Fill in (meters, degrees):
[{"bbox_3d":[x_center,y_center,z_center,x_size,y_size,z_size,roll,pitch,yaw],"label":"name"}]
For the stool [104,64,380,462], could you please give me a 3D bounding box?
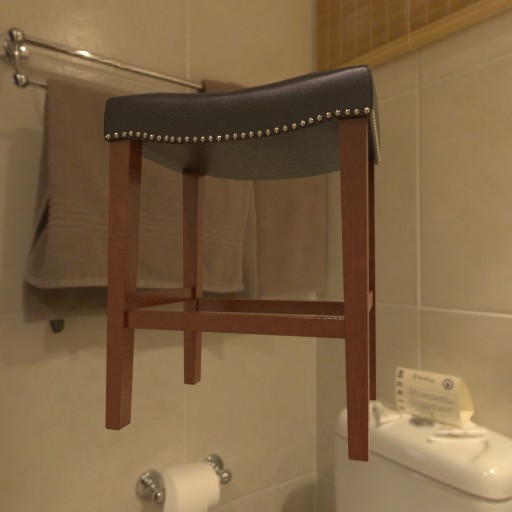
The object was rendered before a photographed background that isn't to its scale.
[{"bbox_3d":[0.000,0.000,0.939,0.504,0.654,0.372,0,-1,17],"label":"stool"}]
